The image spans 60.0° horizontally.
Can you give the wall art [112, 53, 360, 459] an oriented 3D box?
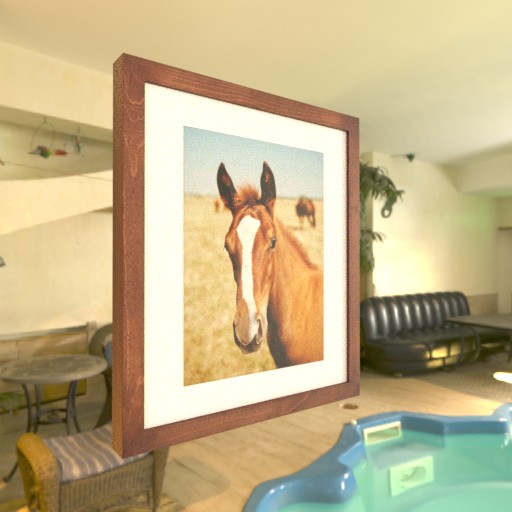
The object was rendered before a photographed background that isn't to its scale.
[{"bbox_3d":[0.000,0.000,0.525,0.330,0.381,0.030,0,-1,-36],"label":"wall art"}]
